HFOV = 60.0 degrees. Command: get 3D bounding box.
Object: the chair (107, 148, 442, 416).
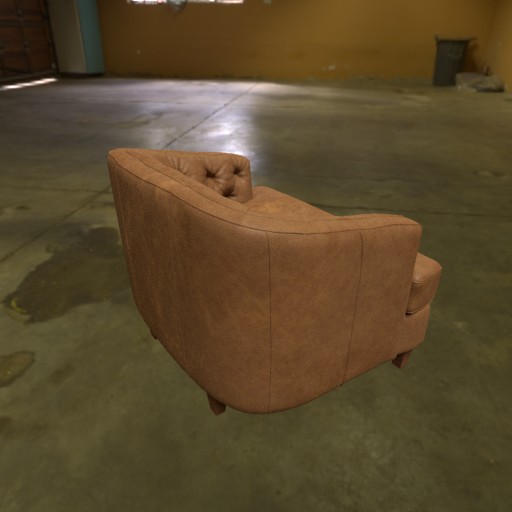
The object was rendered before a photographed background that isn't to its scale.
[{"bbox_3d":[0.000,0.000,1.782,0.911,0.836,1.119,-18,32,-31],"label":"chair"}]
